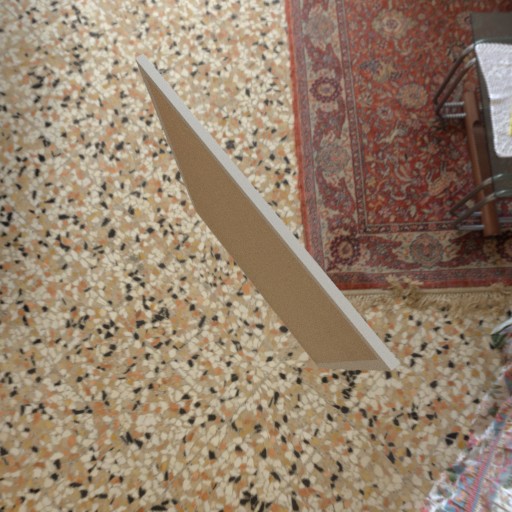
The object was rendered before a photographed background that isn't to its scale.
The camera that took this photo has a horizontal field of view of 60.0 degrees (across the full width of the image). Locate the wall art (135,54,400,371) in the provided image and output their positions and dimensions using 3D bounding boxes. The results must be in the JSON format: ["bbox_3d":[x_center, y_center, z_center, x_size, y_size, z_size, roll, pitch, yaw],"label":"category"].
[{"bbox_3d":[0.000,0.000,0.783,0.012,0.557,0.482,-37,79,-9],"label":"wall art"}]
